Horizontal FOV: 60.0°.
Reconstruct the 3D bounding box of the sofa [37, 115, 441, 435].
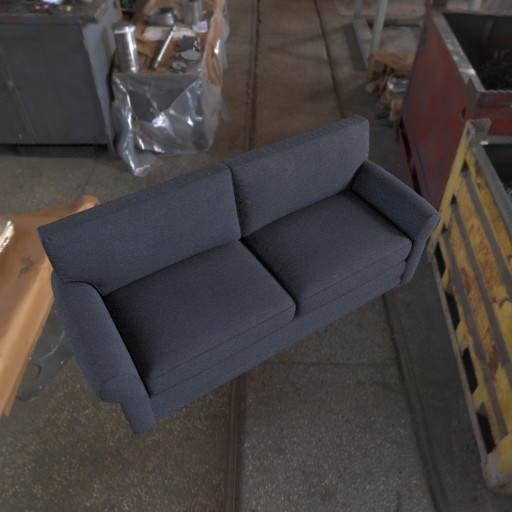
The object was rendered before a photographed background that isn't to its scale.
[{"bbox_3d":[0.000,0.000,2.838,2.391,1.026,0.954,-25,51,-22],"label":"sofa"}]
